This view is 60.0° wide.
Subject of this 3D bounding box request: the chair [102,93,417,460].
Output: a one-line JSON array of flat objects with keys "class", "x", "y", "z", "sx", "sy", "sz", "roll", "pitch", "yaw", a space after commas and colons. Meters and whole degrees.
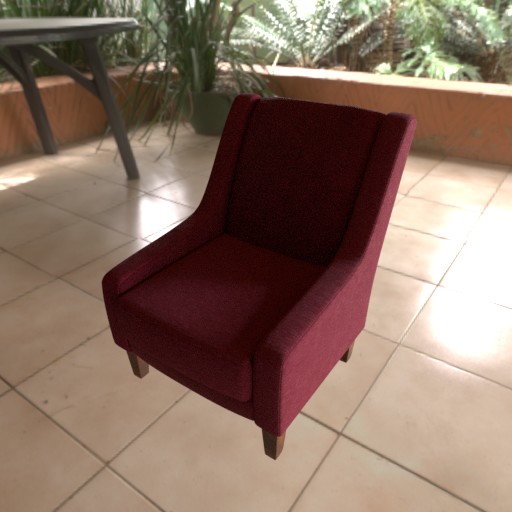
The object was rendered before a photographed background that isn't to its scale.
[{"class": "chair", "x": 0.000, "y": 0.000, "z": 1.719, "sx": 0.793, "sy": 1.017, "sz": 0.985, "roll": 19, "pitch": 35, "yaw": 30}]
